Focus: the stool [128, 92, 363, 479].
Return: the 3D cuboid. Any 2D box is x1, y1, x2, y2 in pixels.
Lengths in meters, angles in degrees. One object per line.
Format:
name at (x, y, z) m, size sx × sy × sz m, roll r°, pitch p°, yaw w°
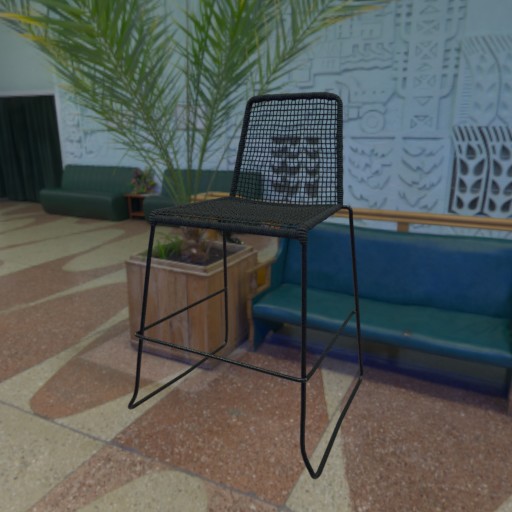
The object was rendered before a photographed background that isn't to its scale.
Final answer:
stool at (0.000, 0.000, 1.258) m, size 0.590 × 0.905 × 0.509 m, roll 8°, pitch 17°, yaw 27°
